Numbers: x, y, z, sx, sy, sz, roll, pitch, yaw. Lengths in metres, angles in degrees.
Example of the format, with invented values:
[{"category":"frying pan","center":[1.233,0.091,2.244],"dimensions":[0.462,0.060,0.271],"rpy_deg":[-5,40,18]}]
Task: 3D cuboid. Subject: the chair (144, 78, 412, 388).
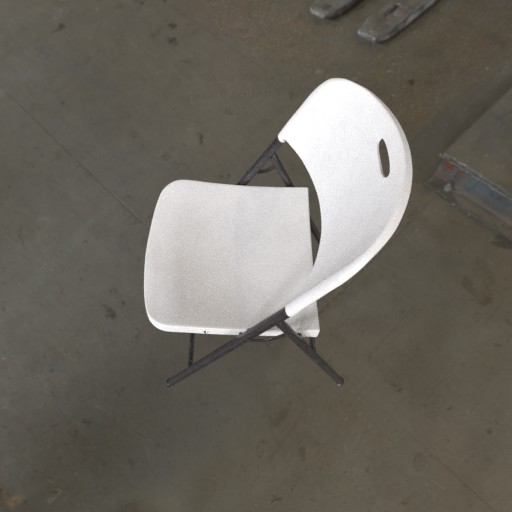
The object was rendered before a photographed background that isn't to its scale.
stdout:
[{"category":"chair","center":[0.000,0.000,1.158],"dimensions":[0.566,0.810,0.494],"rpy_deg":[0,61,0]}]
